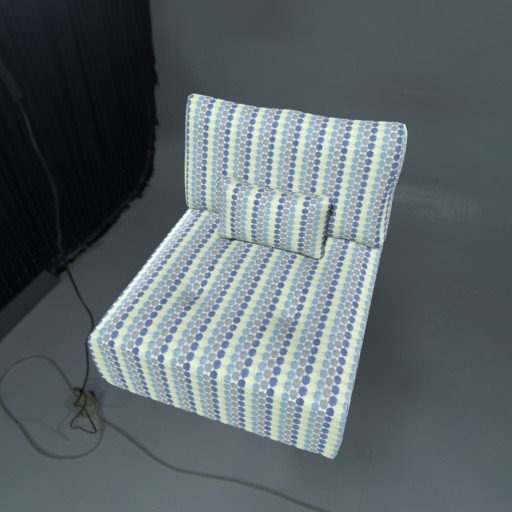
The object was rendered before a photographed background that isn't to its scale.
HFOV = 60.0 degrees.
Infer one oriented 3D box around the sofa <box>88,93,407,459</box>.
[{"bbox_3d":[0.000,0.000,1.720,0.930,0.830,1.000,13,44,14],"label":"sofa"}]
